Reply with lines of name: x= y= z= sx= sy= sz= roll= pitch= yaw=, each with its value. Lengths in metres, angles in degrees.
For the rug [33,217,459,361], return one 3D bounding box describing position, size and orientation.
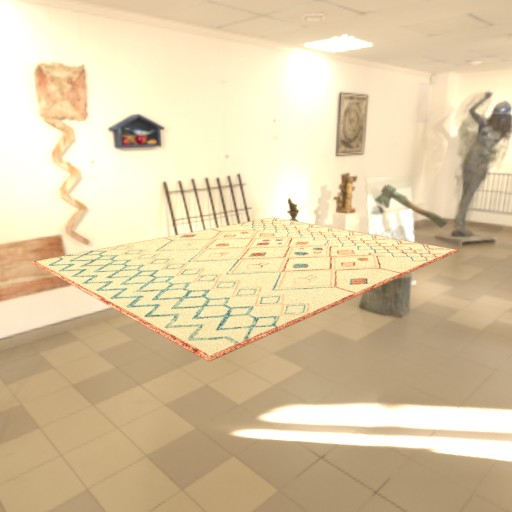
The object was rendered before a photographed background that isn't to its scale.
rug: x=0.000 y=0.000 z=4.037 sx=3.050 sy=0.016 sz=2.441 roll=-15 pitch=21 yaw=-43
